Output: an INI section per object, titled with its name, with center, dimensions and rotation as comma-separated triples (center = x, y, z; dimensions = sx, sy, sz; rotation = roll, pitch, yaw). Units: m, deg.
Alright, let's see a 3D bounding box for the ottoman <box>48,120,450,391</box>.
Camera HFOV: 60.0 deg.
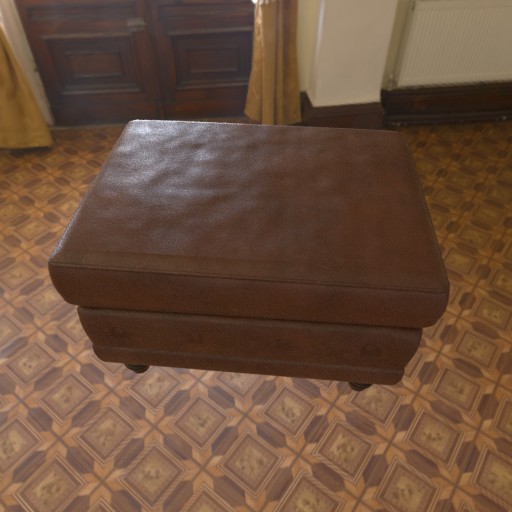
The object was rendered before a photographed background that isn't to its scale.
[ottoman]
center = 0.000, 0.000, 1.200
dimensions = 0.795, 0.509, 0.588
rotation = 4, 45, 4
